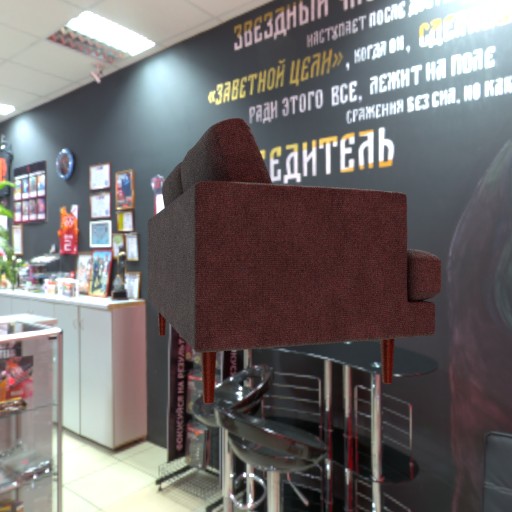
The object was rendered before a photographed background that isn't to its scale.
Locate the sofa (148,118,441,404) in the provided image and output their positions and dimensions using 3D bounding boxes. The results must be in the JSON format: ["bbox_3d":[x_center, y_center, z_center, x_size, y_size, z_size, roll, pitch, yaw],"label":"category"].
[{"bbox_3d":[0.000,0.000,2.174,0.903,0.956,1.582,0,0,-19],"label":"sofa"}]
